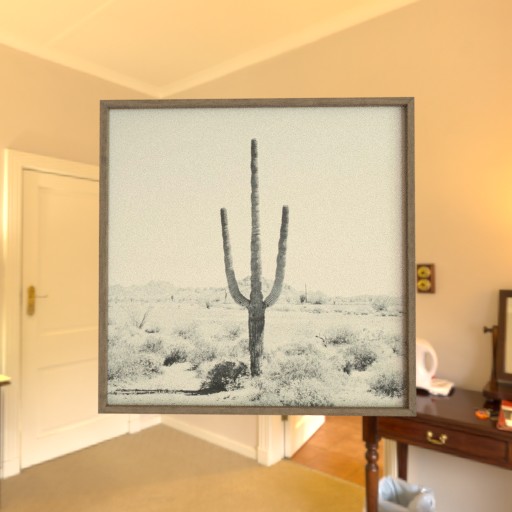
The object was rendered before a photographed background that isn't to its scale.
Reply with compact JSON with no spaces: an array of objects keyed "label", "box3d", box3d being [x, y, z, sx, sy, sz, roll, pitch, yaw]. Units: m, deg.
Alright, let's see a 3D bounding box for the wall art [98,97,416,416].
[{"label":"wall art","box3d":[0.000,0.000,0.730,0.508,0.508,0.038,0,-1,1]}]
